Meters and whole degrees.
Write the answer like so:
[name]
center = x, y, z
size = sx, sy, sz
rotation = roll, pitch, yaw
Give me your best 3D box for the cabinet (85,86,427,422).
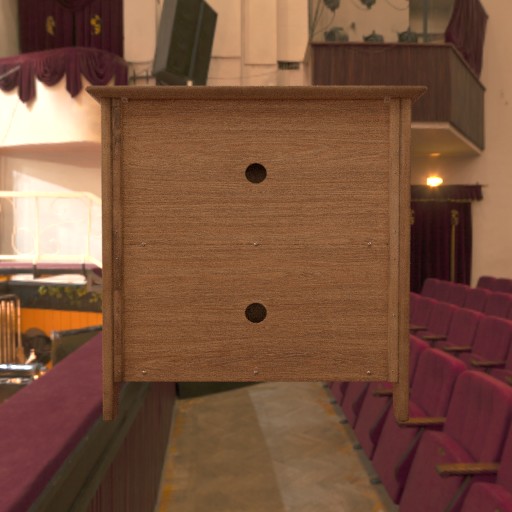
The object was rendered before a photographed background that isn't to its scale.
[cabinet]
center = 0.000, 0.000, 1.235
size = 0.763, 0.762, 0.503
rotation = 0, 1, 0
